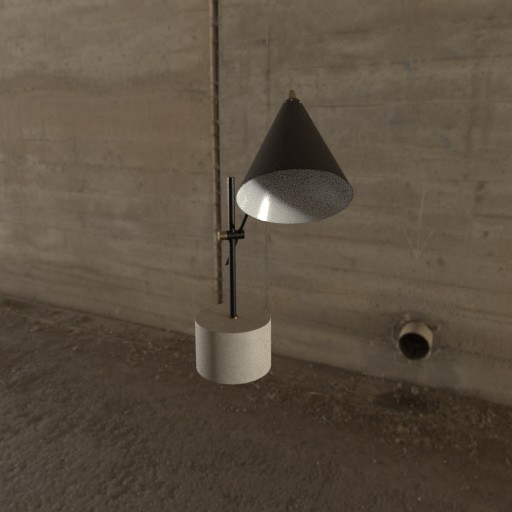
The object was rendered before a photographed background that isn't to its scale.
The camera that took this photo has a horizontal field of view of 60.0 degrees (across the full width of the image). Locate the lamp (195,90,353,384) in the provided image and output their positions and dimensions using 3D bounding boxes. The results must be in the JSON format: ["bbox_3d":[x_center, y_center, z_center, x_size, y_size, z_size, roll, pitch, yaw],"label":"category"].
[{"bbox_3d":[0.000,0.000,0.744,0.214,0.518,0.403,-2,16,-8],"label":"lamp"}]
